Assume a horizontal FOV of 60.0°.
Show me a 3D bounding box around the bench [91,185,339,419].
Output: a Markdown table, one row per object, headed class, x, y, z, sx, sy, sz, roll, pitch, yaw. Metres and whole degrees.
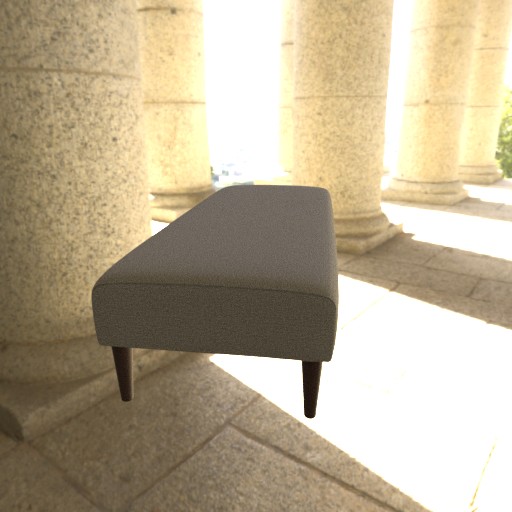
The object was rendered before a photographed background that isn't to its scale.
| class | x | y | z | sx | sy | sz | roll | pitch | yaw |
| --- | --- | --- | --- | --- | --- | --- | --- | --- | --- |
| bench | 0.000 | 0.000 | 1.864 | 0.646 | 0.393 | 1.609 | 2 | 18 | 8 |
